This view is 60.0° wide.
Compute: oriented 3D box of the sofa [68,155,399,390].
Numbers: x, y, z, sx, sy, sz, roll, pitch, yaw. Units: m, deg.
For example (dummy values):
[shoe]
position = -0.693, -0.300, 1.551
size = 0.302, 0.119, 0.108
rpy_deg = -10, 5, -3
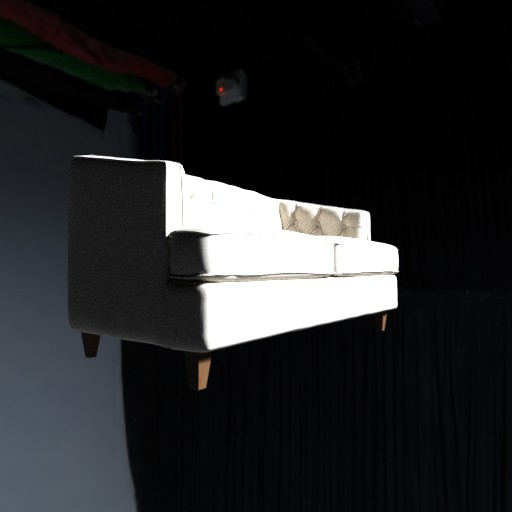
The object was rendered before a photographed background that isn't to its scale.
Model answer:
[sofa]
position = 0.000, 0.000, 2.260
size = 0.940, 0.878, 1.731
rpy_deg = -1, -2, 36
